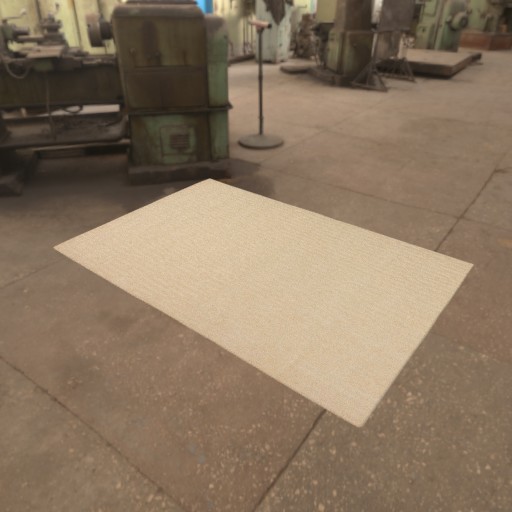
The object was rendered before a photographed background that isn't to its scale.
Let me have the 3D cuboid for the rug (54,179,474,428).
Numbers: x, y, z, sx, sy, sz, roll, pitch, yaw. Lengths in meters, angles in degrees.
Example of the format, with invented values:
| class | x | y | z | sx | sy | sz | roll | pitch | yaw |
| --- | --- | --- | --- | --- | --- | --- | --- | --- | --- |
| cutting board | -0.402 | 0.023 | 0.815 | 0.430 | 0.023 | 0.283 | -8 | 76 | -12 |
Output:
| class | x | y | z | sx | sy | sz | roll | pitch | yaw |
| --- | --- | --- | --- | --- | --- | --- | --- | --- | --- |
| rug | 0.000 | 0.000 | 2.322 | 1.848 | 0.014 | 1.238 | 23 | 39 | 32 |
